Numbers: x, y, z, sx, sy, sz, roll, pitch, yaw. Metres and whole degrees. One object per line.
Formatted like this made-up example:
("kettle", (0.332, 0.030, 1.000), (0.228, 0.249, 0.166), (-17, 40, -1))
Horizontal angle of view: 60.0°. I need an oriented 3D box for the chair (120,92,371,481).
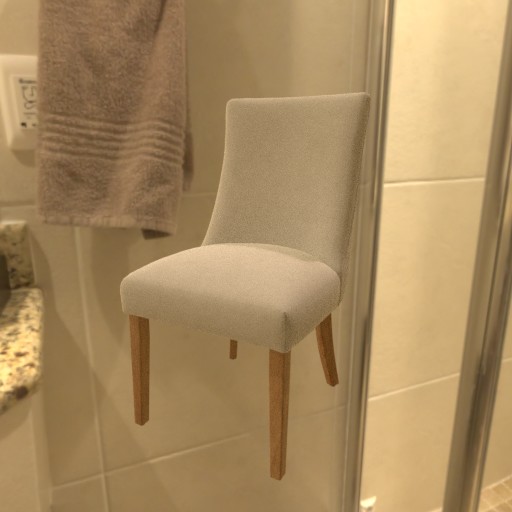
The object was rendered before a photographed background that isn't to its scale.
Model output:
("chair", (0.000, 0.000, 1.264), (0.495, 0.902, 0.610), (8, 17, 28))
